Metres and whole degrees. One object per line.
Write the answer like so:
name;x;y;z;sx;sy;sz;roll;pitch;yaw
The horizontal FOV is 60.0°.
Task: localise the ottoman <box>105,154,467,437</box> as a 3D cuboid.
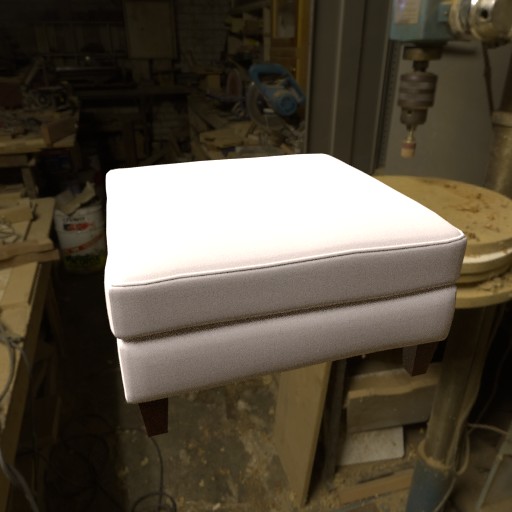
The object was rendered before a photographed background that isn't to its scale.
ottoman;0.000;0.000;1.358;0.838;0.479;0.838;-8;28;-15
